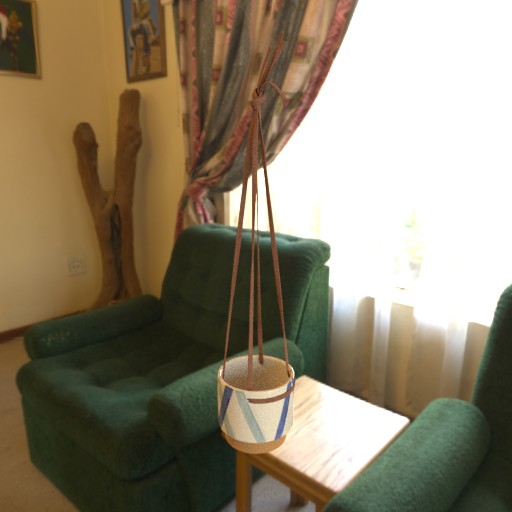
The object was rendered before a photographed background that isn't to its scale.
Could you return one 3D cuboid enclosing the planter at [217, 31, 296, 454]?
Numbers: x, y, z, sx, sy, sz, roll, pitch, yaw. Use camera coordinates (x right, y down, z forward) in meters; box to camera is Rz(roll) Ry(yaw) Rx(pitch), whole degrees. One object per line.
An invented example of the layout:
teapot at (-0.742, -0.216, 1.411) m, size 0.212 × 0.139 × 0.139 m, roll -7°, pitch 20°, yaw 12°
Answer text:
planter at (0.000, 0.000, 0.824) m, size 0.157 × 0.753 × 0.153 m, roll 7°, pitch 15°, yaw 26°
